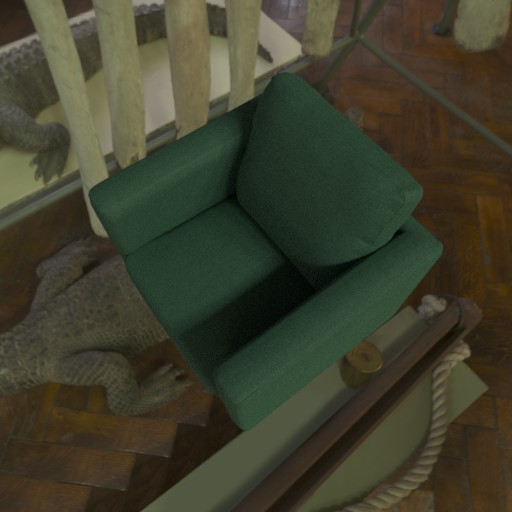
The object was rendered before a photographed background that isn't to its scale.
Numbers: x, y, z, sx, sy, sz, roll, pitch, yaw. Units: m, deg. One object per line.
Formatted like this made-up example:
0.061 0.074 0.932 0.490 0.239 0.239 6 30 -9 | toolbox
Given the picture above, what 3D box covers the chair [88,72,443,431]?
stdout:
0.000 0.000 1.571 0.800 0.927 0.855 -34 67 -16 | chair
